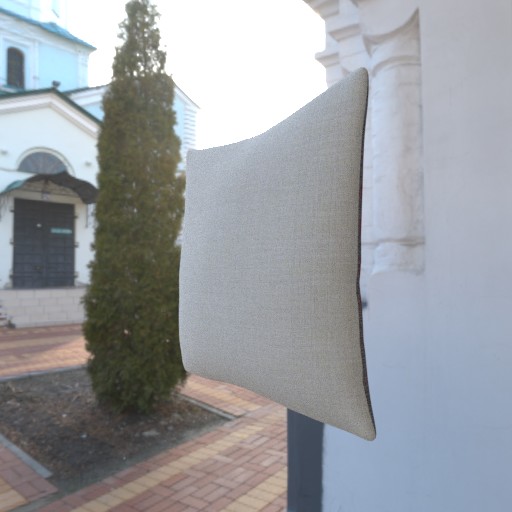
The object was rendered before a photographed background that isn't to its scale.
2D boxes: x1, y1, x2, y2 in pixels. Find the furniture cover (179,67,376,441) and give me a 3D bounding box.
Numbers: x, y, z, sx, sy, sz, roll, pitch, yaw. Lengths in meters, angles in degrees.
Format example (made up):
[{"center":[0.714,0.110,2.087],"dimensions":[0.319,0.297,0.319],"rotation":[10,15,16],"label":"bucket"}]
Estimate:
[{"center":[0.000,0.000,0.660],"dimensions":[0.145,0.420,0.435],"rotation":[1,-2,-36],"label":"furniture cover"}]
